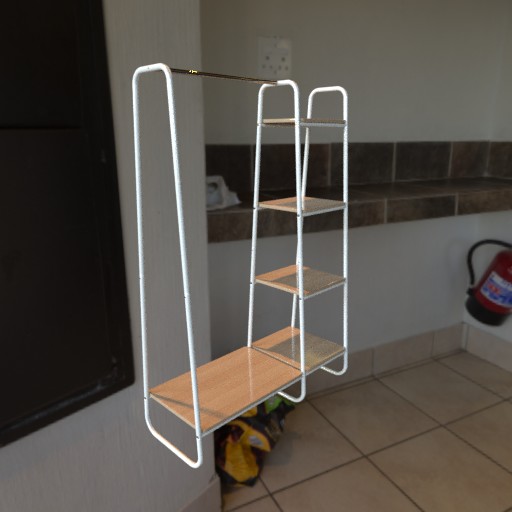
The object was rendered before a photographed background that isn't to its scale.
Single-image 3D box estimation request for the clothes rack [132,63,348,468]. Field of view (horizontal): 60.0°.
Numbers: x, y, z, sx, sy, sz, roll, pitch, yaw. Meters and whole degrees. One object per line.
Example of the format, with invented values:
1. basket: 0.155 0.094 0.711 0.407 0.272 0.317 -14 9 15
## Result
1. clothes rack: 0.000 0.000 2.001 0.400 1.500 1.011 15 21 43
